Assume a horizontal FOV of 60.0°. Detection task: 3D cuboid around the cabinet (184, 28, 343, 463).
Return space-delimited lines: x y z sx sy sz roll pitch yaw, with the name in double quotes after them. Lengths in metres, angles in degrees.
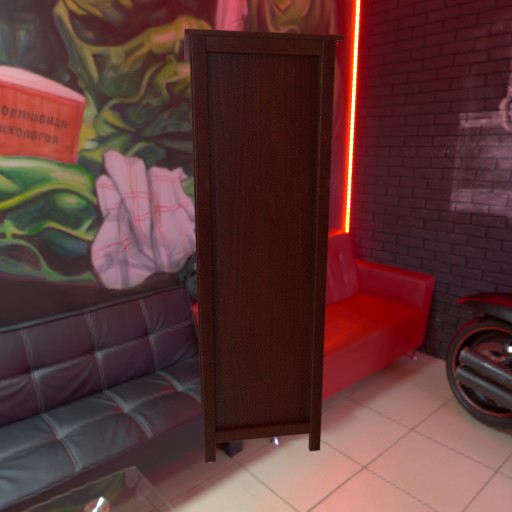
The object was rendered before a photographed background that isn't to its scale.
0.000 0.000 1.738 0.500 1.518 0.401 -2 14 -9 "cabinet"
